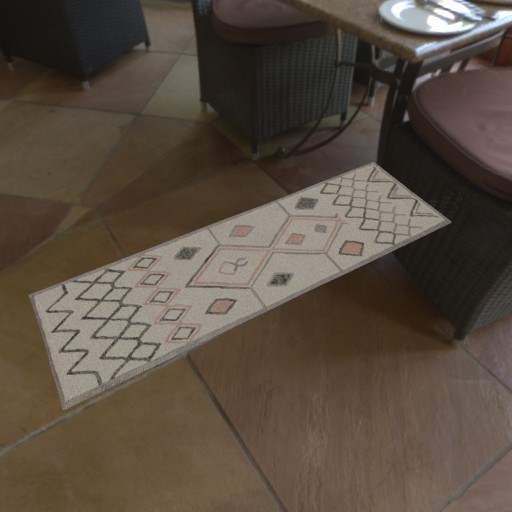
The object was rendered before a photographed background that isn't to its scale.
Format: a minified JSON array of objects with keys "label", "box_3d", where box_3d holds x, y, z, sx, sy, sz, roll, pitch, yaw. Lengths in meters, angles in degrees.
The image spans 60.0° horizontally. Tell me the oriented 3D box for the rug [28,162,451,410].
[{"label":"rug","box_3d":[0.000,0.000,2.611,2.435,0.011,0.750,-23,51,-20]}]
